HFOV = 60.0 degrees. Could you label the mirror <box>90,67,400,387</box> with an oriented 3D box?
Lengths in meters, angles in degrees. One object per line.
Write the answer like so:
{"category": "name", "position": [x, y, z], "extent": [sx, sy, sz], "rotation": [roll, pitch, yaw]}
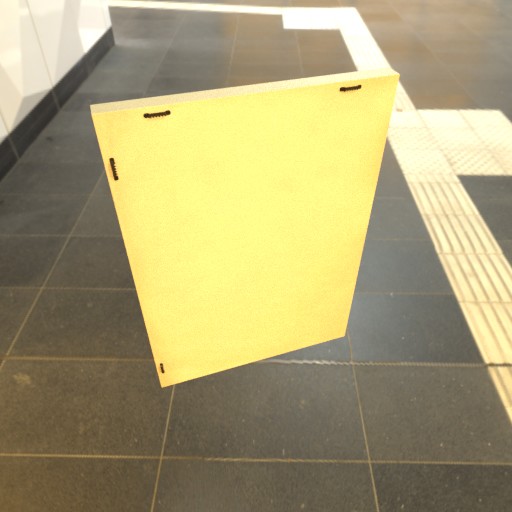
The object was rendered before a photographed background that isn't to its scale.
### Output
{"category": "mirror", "position": [0.000, 0.000, 0.940], "extent": [0.507, 0.710, 0.040], "rotation": [-13, 43, -14]}
